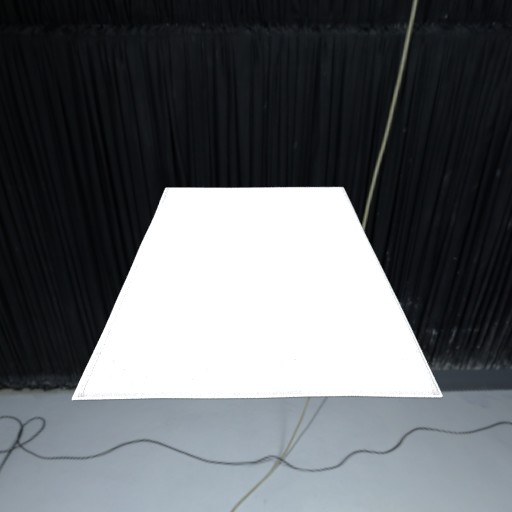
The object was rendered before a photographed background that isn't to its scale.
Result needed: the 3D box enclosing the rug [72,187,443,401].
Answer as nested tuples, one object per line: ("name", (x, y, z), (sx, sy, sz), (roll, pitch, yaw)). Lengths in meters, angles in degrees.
("rug", (0.000, 0.000, 3.347), (1.819, 0.018, 2.746), (0, 31, 0))
